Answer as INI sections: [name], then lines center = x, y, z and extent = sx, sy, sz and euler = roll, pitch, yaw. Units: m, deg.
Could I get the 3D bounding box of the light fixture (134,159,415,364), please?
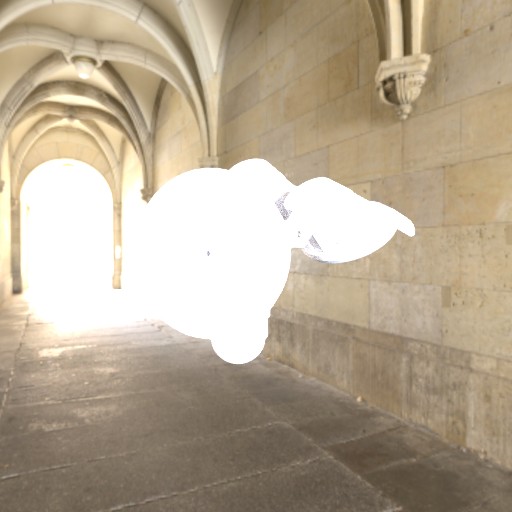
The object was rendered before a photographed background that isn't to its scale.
[light fixture]
center = 0.000, 0.000, 0.548
extent = 0.369, 0.237, 0.278
euler = 0, 1, 20
